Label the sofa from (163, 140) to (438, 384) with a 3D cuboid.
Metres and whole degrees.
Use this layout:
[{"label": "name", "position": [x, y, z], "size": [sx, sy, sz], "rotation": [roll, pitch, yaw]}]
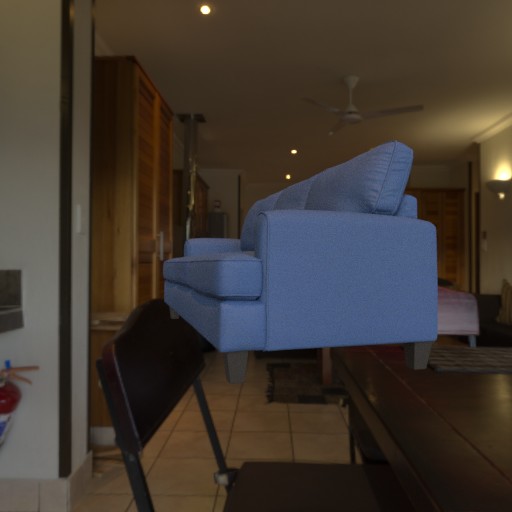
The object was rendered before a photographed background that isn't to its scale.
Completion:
[{"label": "sofa", "position": [0.000, 0.000, 2.701], "size": [0.951, 0.965, 2.158], "rotation": [0, -1, -17]}]
